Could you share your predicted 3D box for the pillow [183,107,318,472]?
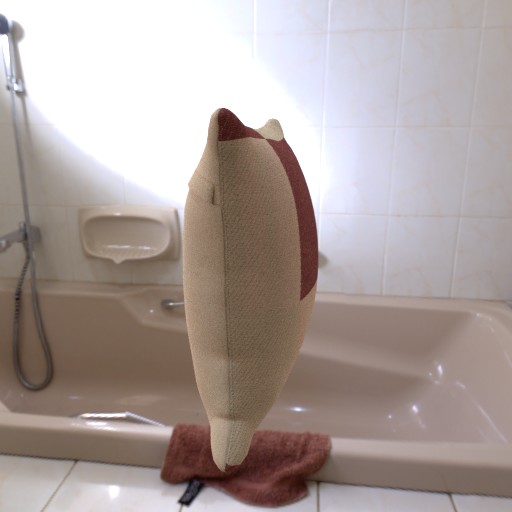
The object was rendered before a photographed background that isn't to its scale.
[{"bbox_3d":[0.000,0.000,0.817,0.229,0.506,0.536,2,15,9],"label":"pillow"}]
